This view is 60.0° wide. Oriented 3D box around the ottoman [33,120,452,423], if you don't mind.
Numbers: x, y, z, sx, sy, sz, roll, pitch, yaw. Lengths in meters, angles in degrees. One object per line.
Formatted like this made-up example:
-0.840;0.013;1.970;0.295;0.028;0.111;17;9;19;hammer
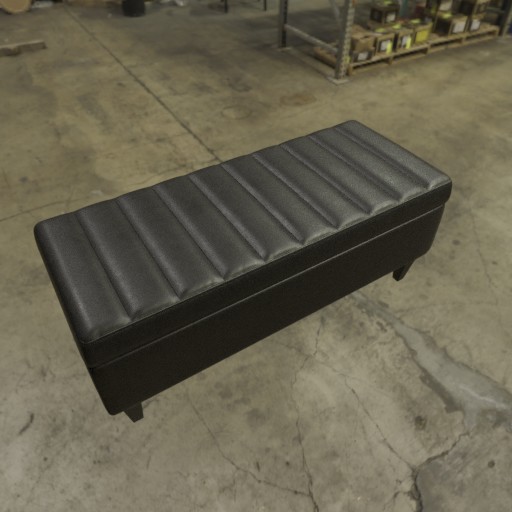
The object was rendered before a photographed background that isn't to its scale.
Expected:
0.000;0.000;1.410;1.151;0.469;0.482;-23;49;-22;ottoman
